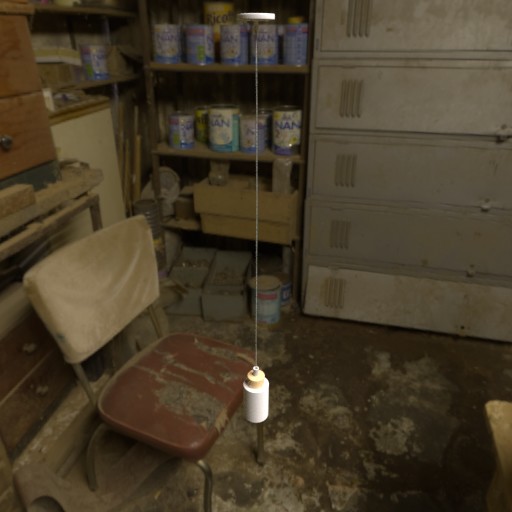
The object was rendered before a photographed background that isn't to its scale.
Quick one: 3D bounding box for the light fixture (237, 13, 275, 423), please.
[{"bbox_3d":[0.000,0.000,1.875,0.125,1.798,0.125,7,27,15],"label":"light fixture"}]
